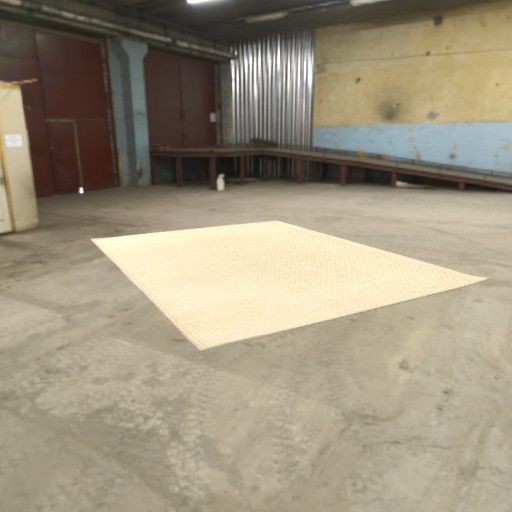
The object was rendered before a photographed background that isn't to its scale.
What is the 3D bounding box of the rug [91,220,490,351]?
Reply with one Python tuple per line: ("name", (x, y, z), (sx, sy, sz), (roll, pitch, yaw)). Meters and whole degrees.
("rug", (0.000, 0.000, 3.888), (2.277, 0.035, 2.897), (-8, 17, -29))
